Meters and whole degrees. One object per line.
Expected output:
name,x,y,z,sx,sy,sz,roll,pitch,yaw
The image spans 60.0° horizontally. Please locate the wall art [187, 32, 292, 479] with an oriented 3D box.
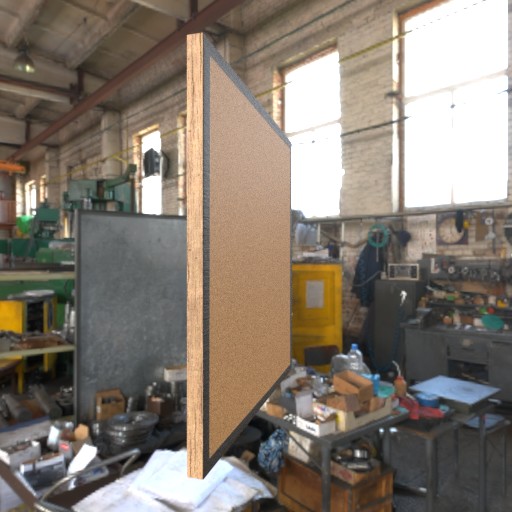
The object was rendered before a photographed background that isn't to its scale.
wall art,0.000,0.000,1.022,0.029,0.691,0.695,0,0,16
